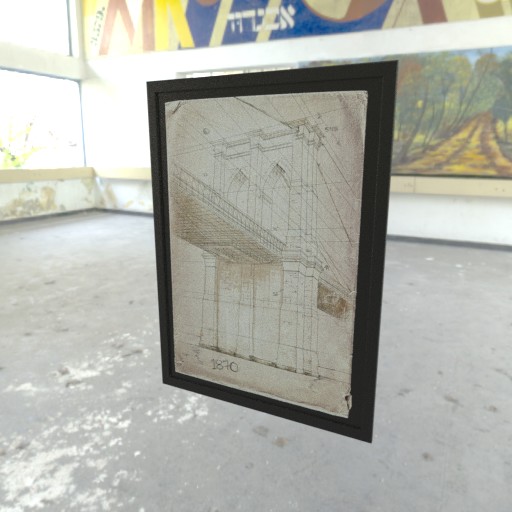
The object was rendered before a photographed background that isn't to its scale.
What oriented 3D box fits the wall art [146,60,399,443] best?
[{"bbox_3d":[0.000,0.000,1.249,0.707,0.967,0.013,7,15,26],"label":"wall art"}]
